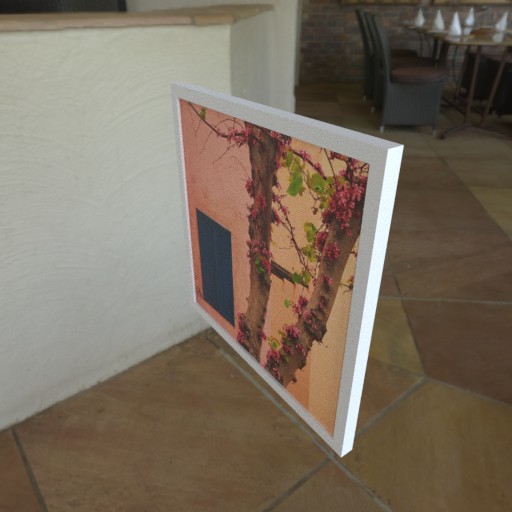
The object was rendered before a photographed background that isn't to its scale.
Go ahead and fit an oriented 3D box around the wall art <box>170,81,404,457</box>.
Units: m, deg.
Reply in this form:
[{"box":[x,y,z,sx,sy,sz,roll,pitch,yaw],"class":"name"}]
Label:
[{"box":[0.000,0.000,1.163,0.038,0.762,0.762,-20,36,-30],"class":"wall art"}]
